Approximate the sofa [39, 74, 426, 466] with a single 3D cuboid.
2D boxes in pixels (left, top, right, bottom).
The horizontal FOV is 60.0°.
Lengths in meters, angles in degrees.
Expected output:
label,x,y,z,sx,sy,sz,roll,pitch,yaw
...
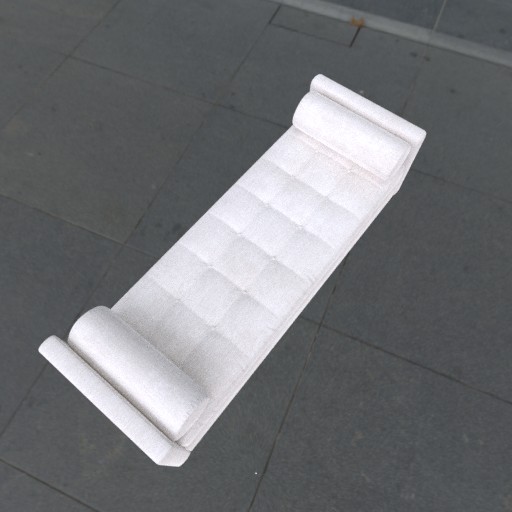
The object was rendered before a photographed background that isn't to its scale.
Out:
label,x,y,z,sx,sy,sz,roll,pitch,yaw
sofa,0.000,0.000,2.291,0.686,0.635,1.981,36,69,16
